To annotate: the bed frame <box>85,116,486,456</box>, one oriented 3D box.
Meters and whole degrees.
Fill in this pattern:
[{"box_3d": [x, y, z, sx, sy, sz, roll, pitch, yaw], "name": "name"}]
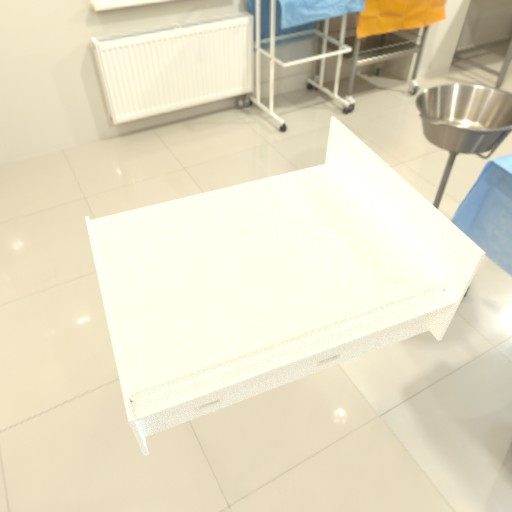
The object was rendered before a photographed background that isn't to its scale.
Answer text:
[{"box_3d": [0.000, 0.000, 2.891, 1.960, 0.800, 1.622, -16, 47, -16], "name": "bed frame"}]
